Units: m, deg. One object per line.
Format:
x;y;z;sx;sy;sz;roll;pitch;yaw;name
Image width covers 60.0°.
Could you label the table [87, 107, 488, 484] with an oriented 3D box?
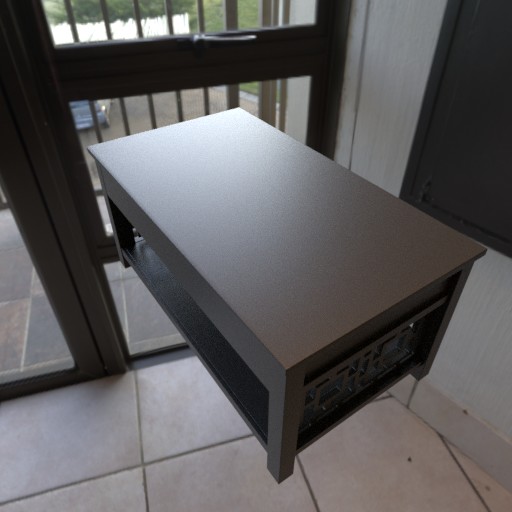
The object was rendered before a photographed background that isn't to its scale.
0.000;0.000;1.407;0.612;0.493;1.068;-24;45;-26;table
